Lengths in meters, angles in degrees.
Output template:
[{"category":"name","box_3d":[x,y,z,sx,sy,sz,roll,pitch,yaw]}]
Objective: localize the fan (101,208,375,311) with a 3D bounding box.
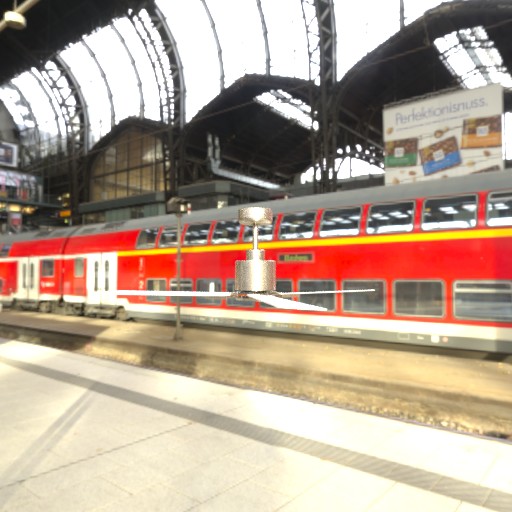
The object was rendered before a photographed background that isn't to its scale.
[{"category":"fan","box_3d":[0.000,0.000,2.351,1.561,0.446,1.531,-2,-3,38]}]
